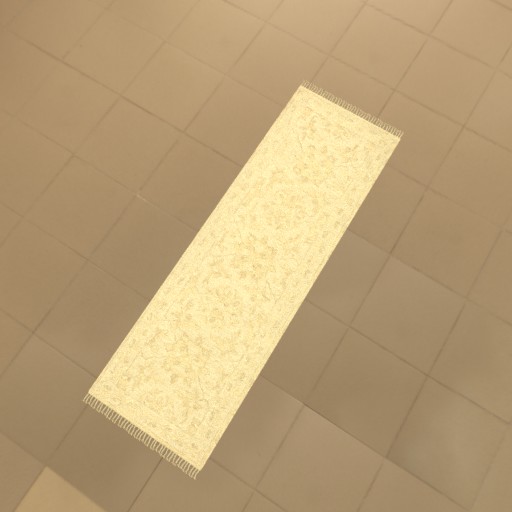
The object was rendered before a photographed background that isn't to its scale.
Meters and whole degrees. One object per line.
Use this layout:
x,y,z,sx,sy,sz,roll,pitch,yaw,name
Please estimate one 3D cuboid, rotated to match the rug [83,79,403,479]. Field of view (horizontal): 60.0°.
0.000,0.000,2.799,0.795,0.015,2.544,31,77,8,rug
